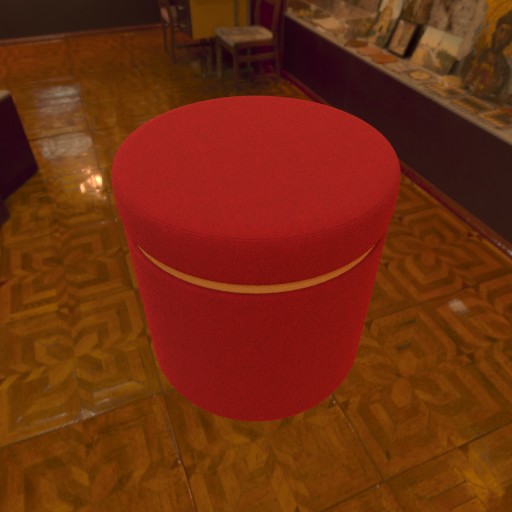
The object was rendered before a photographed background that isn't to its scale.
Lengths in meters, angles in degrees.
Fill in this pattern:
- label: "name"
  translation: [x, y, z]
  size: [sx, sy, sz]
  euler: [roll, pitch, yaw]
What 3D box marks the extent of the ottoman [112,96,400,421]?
- label: "ottoman"
  translation: [0.000, 0.000, 0.750]
  size: [0.400, 0.406, 0.400]
  euler: [0, 42, 0]
